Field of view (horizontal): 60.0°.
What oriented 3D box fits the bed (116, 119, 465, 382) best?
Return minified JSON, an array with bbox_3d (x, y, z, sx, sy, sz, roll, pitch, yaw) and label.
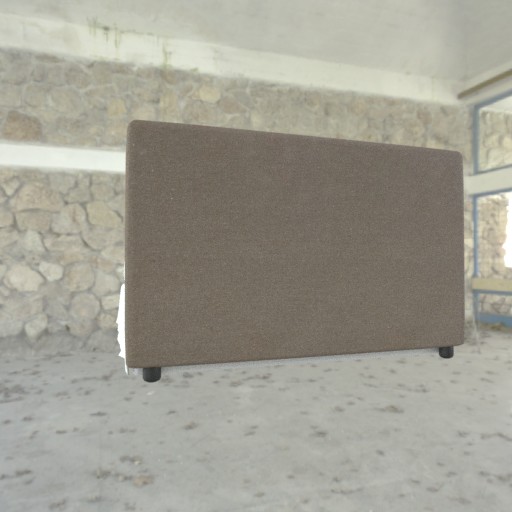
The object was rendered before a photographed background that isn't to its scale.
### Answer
[{"bbox_3d":[0.000,0.000,3.562,2.119,1.317,2.341,0,-1,-18],"label":"bed"}]
